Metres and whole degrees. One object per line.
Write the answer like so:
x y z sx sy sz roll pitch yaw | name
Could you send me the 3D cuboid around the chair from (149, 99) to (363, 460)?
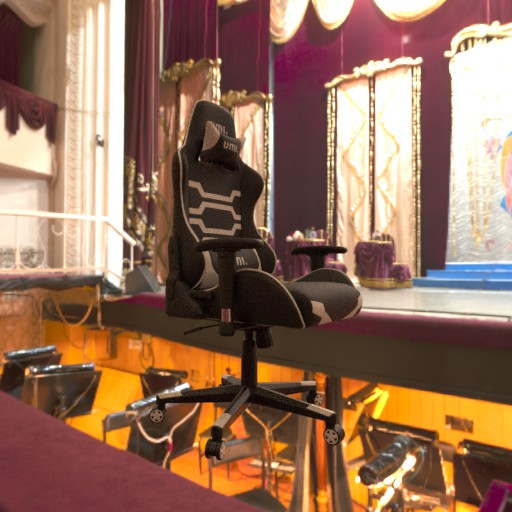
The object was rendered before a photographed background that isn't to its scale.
0.000 0.000 1.656 0.700 1.240 0.700 -1 -2 36 | chair
